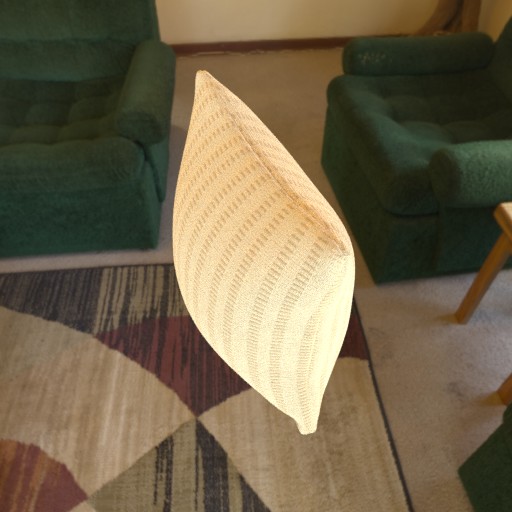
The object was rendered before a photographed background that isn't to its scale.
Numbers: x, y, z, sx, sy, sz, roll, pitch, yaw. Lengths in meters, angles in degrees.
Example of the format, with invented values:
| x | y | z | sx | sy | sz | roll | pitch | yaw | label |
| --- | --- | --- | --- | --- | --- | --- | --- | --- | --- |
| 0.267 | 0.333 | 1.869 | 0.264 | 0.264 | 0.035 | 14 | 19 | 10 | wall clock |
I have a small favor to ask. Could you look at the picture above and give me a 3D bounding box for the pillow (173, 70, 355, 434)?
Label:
| x | y | z | sx | sy | sz | roll | pitch | yaw | label |
| --- | --- | --- | --- | --- | --- | --- | --- | --- | --- |
| 0.000 | 0.000 | 0.695 | 0.247 | 0.419 | 0.438 | -17 | 49 | -15 | pillow |
